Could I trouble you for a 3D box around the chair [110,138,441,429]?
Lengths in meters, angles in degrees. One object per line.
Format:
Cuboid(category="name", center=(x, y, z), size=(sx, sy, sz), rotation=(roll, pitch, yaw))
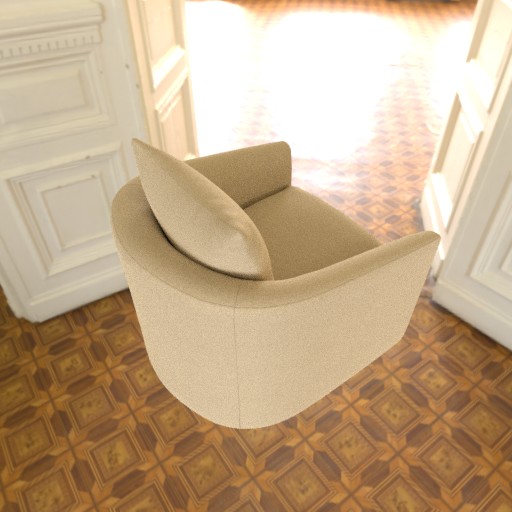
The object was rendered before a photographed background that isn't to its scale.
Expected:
Cuboid(category="chair", center=(0.000, 0.000, 1.583), size=(0.910, 0.848, 0.845), rotation=(-26, 48, -26))
